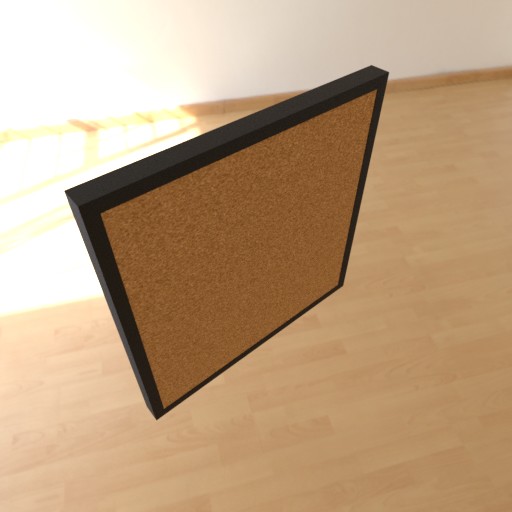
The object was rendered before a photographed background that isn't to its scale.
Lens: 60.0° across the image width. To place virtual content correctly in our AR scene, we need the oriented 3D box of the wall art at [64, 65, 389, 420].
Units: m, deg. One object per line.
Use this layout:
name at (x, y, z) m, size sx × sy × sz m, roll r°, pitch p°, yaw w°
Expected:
wall art at (0.000, 0.000, 0.757) m, size 0.506 × 0.503 × 0.036 m, roll -31°, pitch 53°, yaw -27°
